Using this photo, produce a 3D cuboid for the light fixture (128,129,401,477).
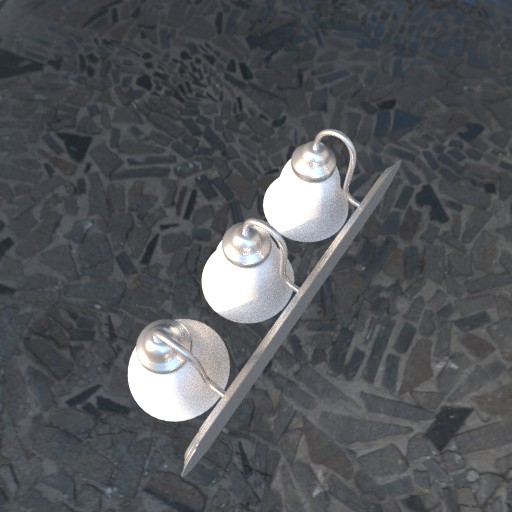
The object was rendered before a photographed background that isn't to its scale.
[{"bbox_3d":[0.000,0.000,0.686,0.199,0.222,0.610,32,68,15],"label":"light fixture"}]
